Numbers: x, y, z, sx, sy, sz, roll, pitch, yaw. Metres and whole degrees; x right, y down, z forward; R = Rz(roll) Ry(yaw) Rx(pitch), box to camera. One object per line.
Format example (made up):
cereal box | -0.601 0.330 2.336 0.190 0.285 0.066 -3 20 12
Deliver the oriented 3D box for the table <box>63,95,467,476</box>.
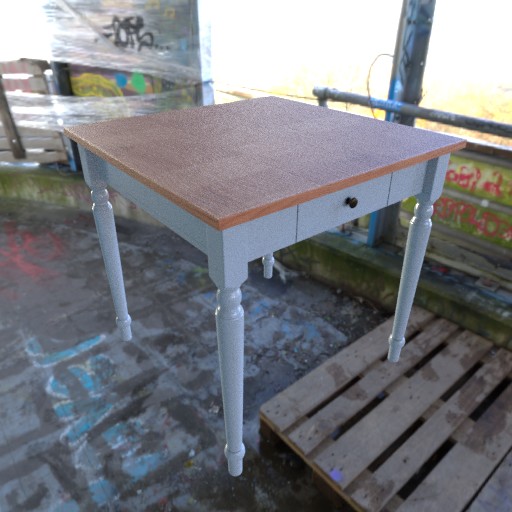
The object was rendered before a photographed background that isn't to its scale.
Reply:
table | 0.000 0.000 1.336 0.747 0.738 0.747 -22 36 -33
